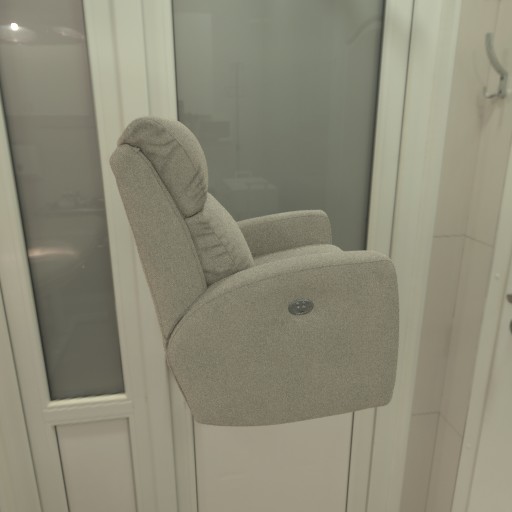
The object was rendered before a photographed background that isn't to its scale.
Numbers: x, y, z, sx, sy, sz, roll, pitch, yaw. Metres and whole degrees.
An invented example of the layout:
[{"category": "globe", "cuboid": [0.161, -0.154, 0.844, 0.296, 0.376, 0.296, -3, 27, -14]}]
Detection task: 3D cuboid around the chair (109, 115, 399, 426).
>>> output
[{"category": "chair", "cuboid": [0.000, 0.000, 1.694, 0.940, 1.021, 0.794, -3, 18, -9]}]
